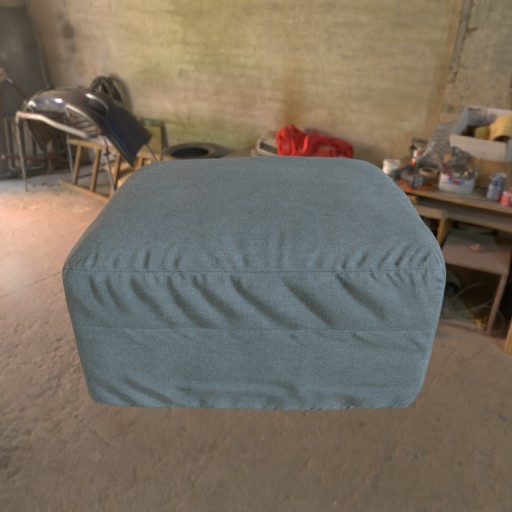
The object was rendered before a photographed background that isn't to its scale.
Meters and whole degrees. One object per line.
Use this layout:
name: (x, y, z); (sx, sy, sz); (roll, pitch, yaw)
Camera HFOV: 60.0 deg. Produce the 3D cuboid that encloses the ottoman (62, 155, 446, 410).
ottoman: (0.000, 0.000, 1.239); (0.837, 0.481, 0.683); (1, 29, 1)
